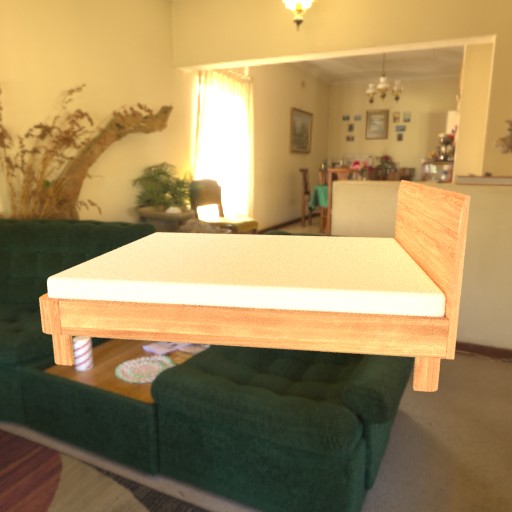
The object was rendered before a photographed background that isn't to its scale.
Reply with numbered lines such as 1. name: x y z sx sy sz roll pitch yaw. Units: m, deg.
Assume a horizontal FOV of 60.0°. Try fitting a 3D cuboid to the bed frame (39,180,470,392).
1. bed frame: 0.000 0.000 2.931 2.092 0.940 1.660 2 12 8
